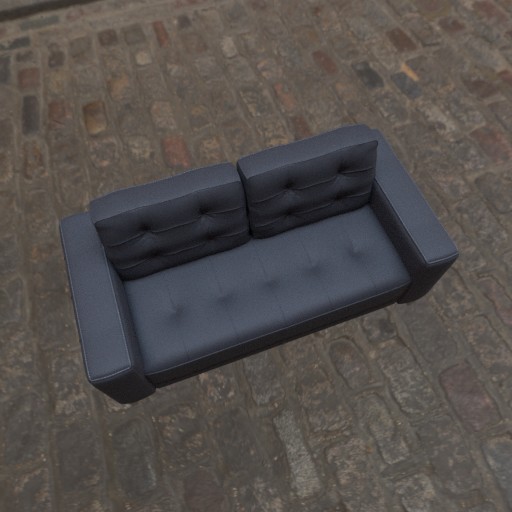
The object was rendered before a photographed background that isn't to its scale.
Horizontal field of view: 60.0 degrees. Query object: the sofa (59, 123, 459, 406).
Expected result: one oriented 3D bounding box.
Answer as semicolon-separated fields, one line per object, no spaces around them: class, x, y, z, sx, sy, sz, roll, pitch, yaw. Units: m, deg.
sofa;0.000;0.000;2.209;1.726;0.893;0.833;-18;63;-9
